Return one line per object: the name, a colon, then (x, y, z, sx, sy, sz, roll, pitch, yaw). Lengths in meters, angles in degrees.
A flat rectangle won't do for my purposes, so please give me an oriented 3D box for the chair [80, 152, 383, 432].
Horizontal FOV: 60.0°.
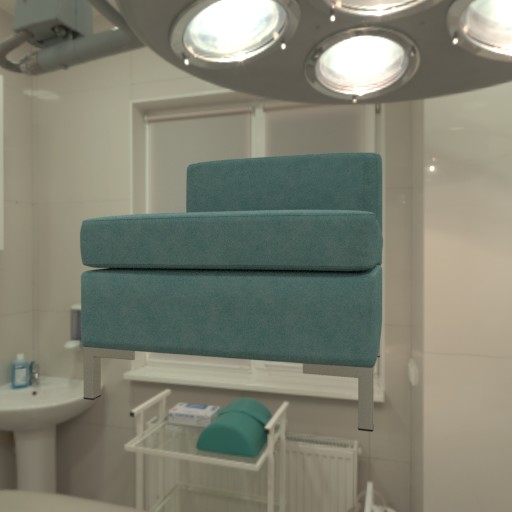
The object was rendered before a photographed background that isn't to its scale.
chair: (0.000, 0.000, 1.234, 0.684, 0.660, 0.685, 0, 1, 17)
